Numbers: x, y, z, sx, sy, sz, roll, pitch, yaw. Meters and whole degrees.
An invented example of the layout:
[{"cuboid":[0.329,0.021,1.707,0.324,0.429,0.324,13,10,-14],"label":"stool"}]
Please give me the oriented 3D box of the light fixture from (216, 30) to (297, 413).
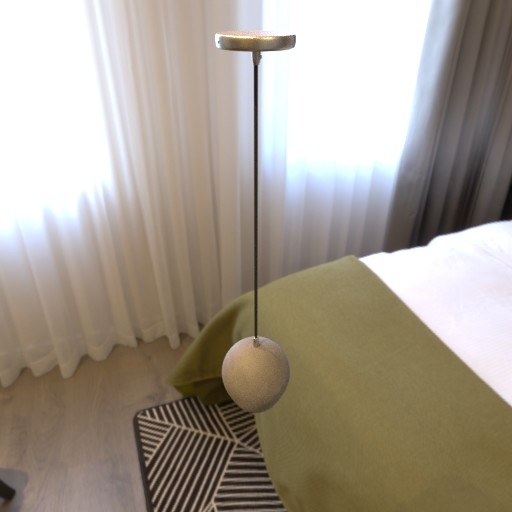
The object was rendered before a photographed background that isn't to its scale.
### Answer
[{"cuboid":[0.000,0.000,0.845,0.153,0.760,0.153,22,37,32],"label":"light fixture"}]
